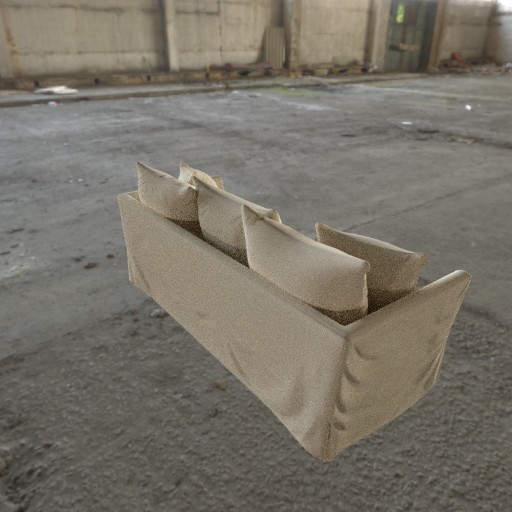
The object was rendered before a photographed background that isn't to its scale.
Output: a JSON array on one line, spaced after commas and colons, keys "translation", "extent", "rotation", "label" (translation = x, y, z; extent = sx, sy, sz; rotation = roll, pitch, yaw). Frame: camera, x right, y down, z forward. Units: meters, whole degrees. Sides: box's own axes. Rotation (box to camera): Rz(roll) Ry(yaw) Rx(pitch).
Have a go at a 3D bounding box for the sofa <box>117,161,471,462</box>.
[{"translation": [0.000, 0.000, 3.056], "extent": [1.030, 1.042, 2.484], "rotation": [-18, 31, -33], "label": "sofa"}]
